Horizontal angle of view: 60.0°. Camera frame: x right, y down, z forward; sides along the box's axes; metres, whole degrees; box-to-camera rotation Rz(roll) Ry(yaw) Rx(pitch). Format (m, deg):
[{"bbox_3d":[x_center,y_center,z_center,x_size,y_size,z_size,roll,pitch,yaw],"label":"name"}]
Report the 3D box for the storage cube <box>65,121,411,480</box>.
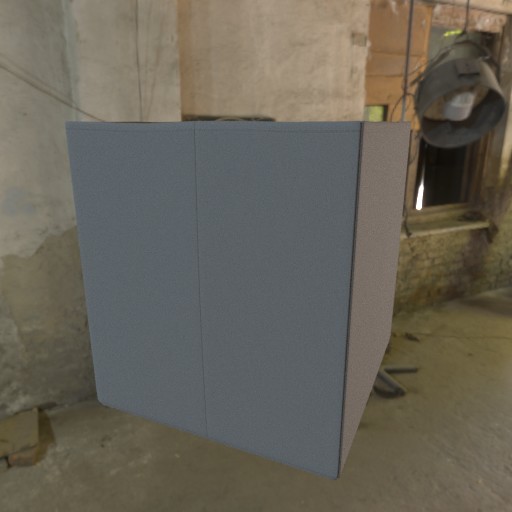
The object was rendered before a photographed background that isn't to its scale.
[{"bbox_3d":[0.000,0.000,0.481,0.270,0.280,0.270,8,18,23],"label":"storage cube"}]
